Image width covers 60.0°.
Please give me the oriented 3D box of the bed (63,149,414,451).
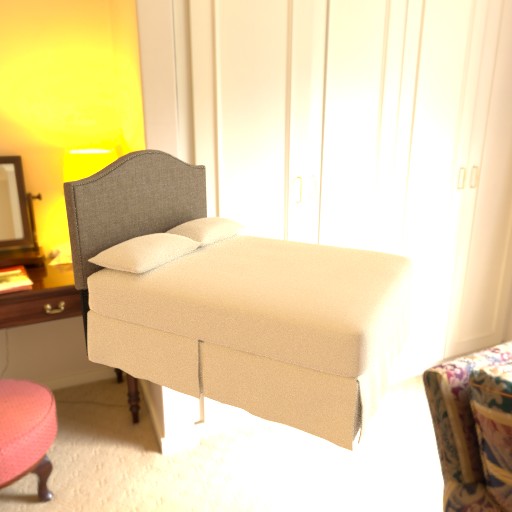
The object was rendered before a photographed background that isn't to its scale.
[{"bbox_3d":[0.000,0.000,3.347,2.153,1.518,1.713,8,18,26],"label":"bed"}]
